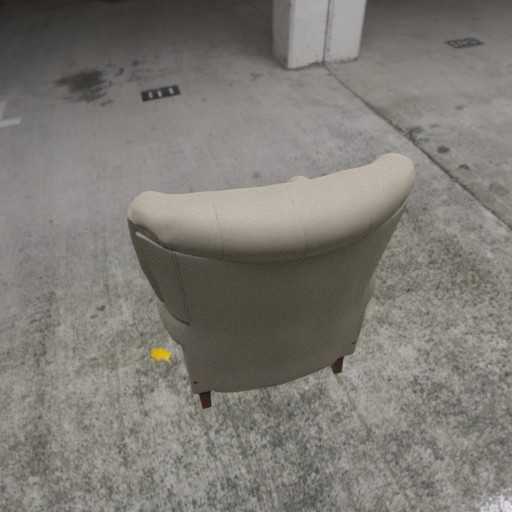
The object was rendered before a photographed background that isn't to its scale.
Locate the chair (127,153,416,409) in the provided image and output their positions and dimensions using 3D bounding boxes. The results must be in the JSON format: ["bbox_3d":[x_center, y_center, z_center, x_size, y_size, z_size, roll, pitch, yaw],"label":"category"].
[{"bbox_3d":[0.000,0.000,1.903,0.943,1.158,1.059,-11,42,-12],"label":"chair"}]
